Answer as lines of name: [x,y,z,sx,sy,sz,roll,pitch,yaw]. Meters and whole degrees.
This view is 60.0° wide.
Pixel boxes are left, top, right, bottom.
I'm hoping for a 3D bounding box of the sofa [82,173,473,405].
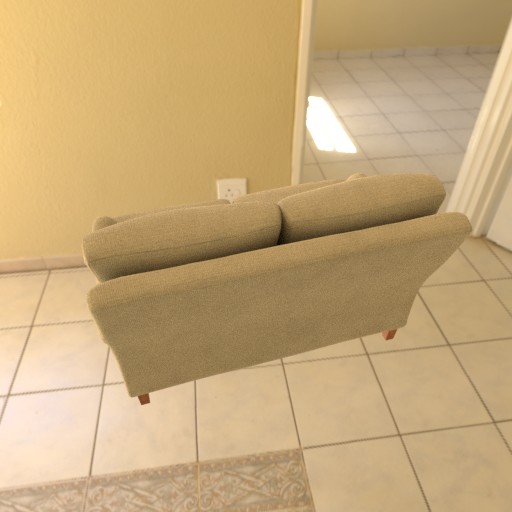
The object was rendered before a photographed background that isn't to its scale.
sofa: [0.000,0.000,2.174,1.480,0.999,1.087,-11,42,-13]
